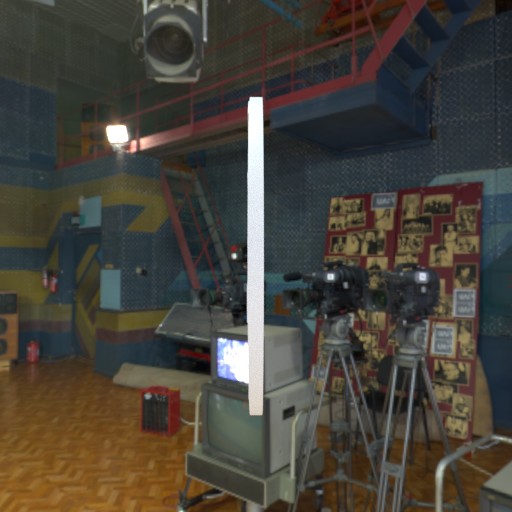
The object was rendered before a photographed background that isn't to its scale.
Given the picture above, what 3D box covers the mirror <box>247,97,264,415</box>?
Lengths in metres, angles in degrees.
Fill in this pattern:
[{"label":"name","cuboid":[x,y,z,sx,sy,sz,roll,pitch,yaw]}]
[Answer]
[{"label":"mirror","cuboid":[0.000,0.000,1.355,0.038,0.914,0.914,0,-1,0]}]
